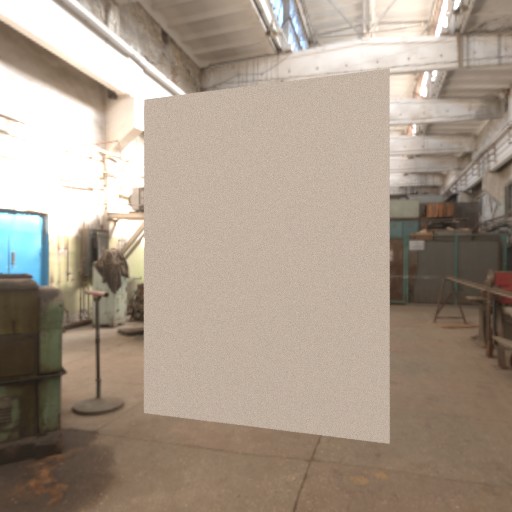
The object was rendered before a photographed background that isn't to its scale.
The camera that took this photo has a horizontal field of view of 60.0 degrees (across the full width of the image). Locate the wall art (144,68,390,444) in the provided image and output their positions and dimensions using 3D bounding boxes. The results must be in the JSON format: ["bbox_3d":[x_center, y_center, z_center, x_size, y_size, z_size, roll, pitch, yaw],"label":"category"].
[{"bbox_3d":[0.000,0.000,0.792,0.457,0.610,0.003,0,0,18],"label":"wall art"}]
